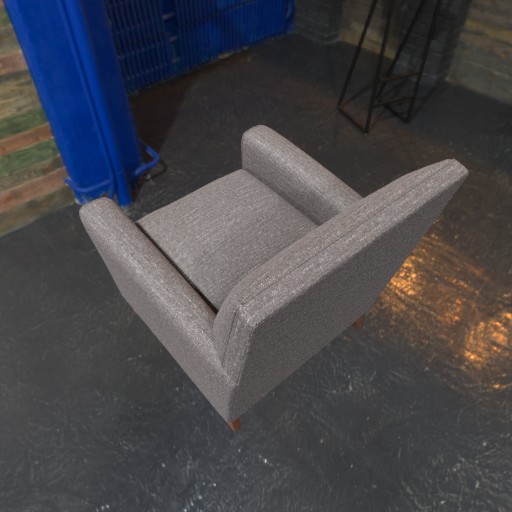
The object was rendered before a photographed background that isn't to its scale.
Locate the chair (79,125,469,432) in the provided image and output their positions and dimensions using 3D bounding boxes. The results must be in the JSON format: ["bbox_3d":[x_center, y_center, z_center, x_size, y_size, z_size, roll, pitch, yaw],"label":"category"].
[{"bbox_3d":[0.000,0.000,1.554,0.838,0.885,0.875,-32,55,-26],"label":"chair"}]
